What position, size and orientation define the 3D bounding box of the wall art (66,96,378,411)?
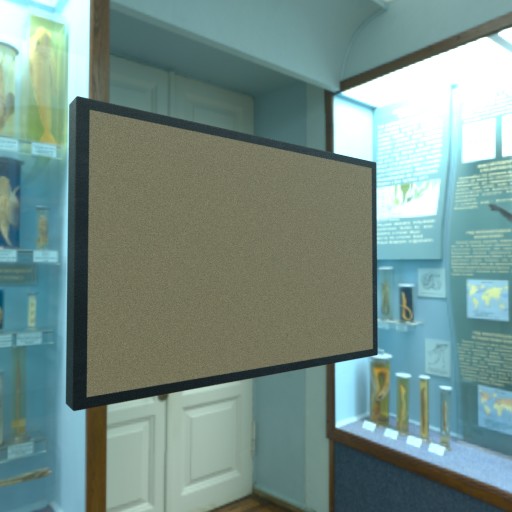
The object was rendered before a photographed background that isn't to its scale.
[{"bbox_3d":[0.000,0.000,0.767,0.610,0.409,0.038,1,-2,-37],"label":"wall art"}]
